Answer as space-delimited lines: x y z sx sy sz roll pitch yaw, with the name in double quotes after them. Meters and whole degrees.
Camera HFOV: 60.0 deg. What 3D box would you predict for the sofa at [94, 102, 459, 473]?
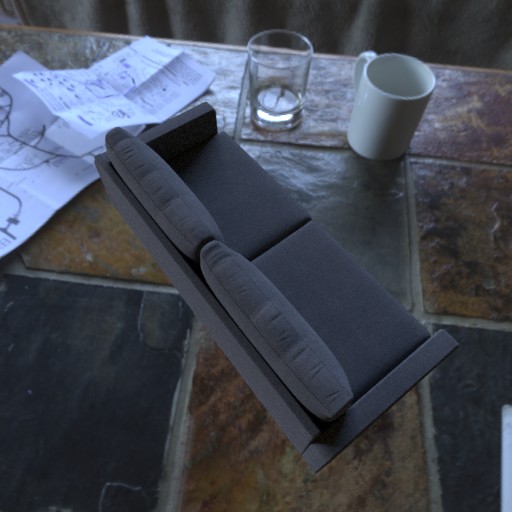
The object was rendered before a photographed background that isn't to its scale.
0.000 0.000 2.521 0.880 0.880 2.100 -33 65 -18 "sofa"
